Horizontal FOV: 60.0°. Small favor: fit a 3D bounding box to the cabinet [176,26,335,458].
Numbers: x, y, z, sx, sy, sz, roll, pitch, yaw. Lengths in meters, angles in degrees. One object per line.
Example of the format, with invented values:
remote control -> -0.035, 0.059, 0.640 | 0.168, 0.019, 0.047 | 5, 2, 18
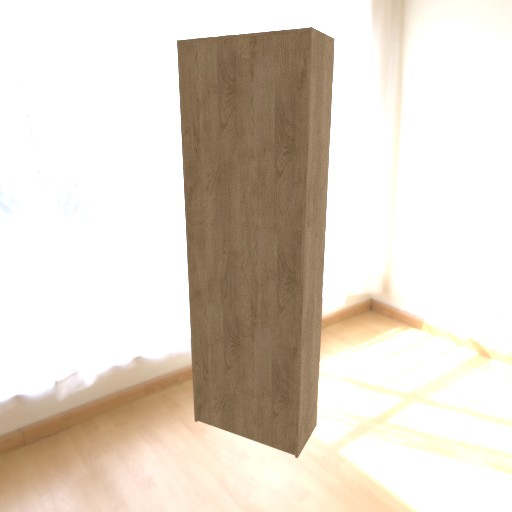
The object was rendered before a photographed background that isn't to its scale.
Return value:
cabinet -> 0.000, 0.000, 1.834 | 0.520, 1.630, 0.250 | 9, 19, 26
